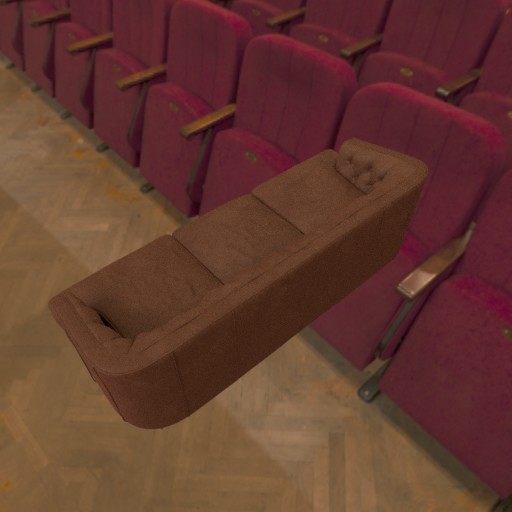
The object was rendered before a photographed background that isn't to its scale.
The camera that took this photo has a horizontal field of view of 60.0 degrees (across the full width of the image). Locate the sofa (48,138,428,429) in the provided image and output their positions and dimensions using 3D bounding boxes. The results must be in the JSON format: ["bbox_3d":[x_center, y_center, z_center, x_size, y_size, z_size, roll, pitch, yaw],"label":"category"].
[{"bbox_3d":[0.000,0.000,2.672,2.227,0.787,0.927,-32,55,-26],"label":"sofa"}]
